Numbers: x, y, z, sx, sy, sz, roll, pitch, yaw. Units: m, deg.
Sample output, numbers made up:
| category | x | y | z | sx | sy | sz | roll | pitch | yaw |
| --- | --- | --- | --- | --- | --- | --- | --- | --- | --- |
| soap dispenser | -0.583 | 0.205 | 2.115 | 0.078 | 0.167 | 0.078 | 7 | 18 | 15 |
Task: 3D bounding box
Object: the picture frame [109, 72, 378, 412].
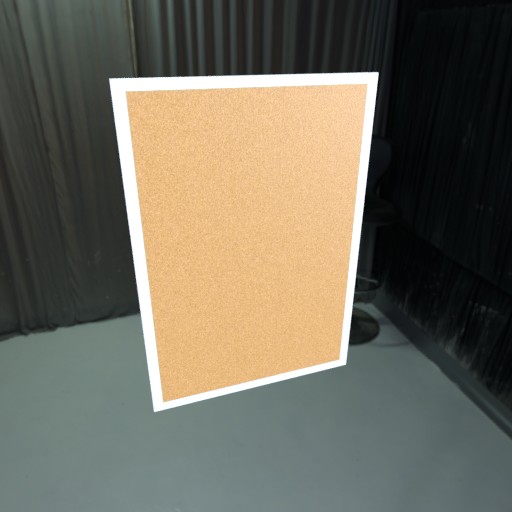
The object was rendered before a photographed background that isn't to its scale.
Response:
| category | x | y | z | sx | sy | sz | roll | pitch | yaw |
| --- | --- | --- | --- | --- | --- | --- | --- | --- | --- |
| picture frame | 0.000 | 0.000 | 1.243 | 0.659 | 0.940 | 0.013 | -9 | 27 | -17 |
